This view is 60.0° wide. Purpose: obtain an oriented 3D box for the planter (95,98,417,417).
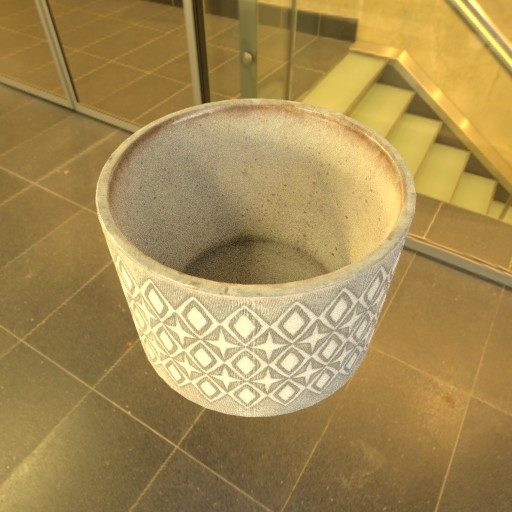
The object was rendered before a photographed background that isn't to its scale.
[{"bbox_3d":[0.000,0.000,0.316,0.186,0.144,0.186,0,46,0],"label":"planter"}]
